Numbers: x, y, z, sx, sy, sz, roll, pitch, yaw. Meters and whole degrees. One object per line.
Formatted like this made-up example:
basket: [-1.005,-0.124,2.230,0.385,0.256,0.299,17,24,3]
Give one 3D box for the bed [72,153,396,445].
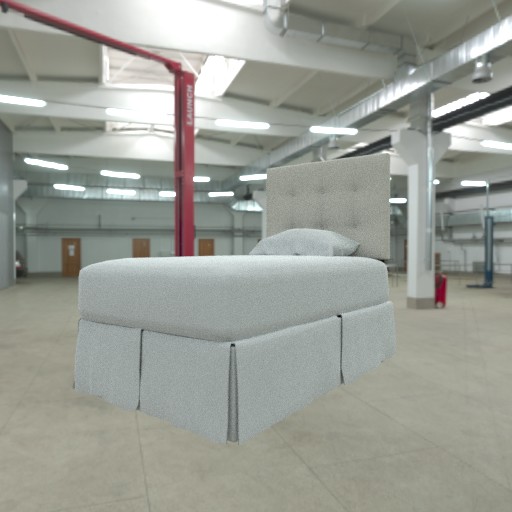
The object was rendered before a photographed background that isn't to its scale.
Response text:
bed: [0.000,0.000,2.979,1.261,1.571,1.997,1,1,37]
